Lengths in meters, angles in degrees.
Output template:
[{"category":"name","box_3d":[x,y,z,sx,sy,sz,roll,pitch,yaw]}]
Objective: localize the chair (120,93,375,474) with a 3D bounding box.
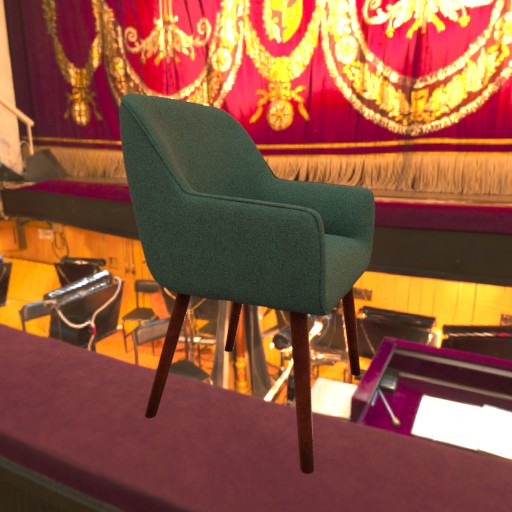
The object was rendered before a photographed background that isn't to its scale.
[{"category":"chair","box_3d":[0.000,0.000,1.170,0.519,0.803,0.543,6,15,24]}]
